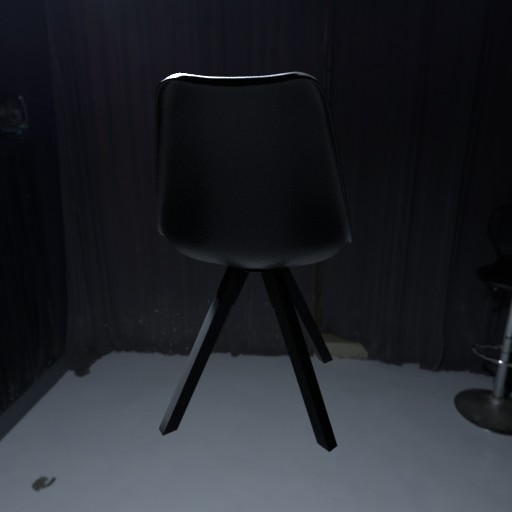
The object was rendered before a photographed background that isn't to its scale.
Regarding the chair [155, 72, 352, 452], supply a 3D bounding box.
[{"bbox_3d":[0.000,0.000,1.166,0.485,0.850,0.530,2,17,8],"label":"chair"}]
